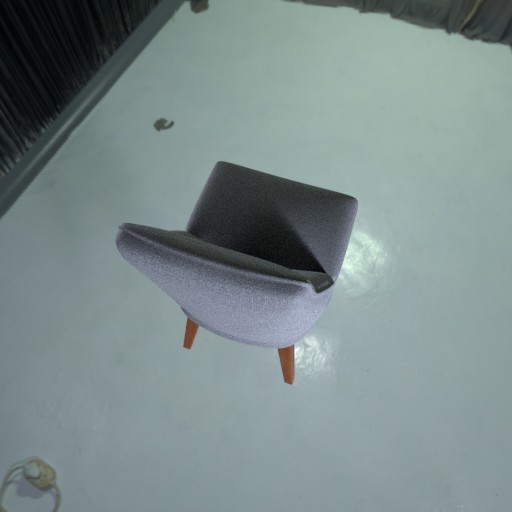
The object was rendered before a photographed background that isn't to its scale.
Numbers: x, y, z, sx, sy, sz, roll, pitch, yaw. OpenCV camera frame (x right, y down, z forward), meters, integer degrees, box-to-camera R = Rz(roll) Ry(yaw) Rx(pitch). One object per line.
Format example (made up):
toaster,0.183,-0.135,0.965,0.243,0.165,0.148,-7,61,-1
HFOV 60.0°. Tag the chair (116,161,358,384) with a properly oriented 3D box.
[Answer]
chair,0.000,0.000,1.309,0.500,0.930,0.620,17,63,9
